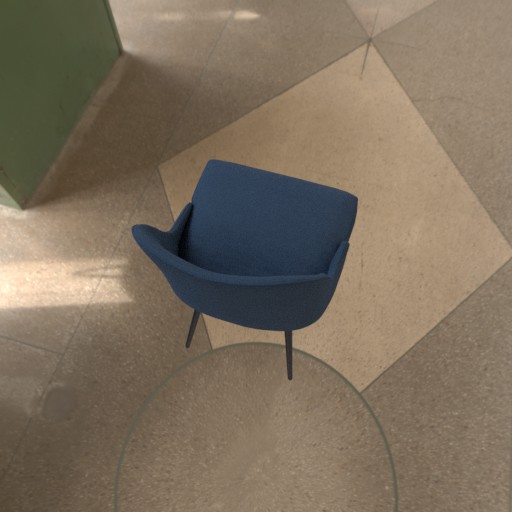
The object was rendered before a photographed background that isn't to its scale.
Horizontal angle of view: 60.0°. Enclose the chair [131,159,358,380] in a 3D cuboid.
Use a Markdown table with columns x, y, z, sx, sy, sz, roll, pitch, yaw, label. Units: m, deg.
| x | y | z | sx | sy | sz | roll | pitch | yaw | label |
| --- | --- | --- | --- | --- | --- | --- | --- | --- | --- |
| 0.000 | 0.000 | 1.220 | 0.478 | 0.896 | 0.559 | 15 | 64 | 8 | chair |
